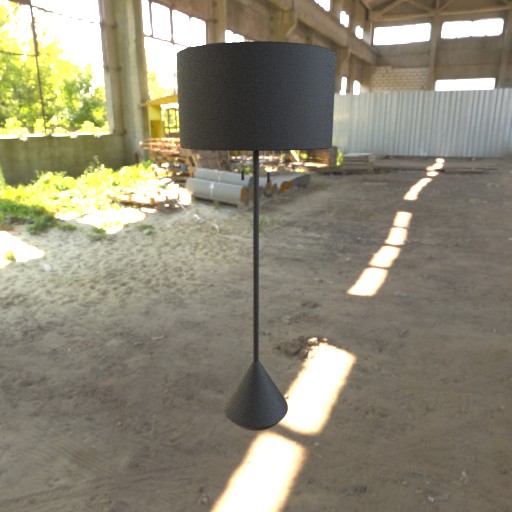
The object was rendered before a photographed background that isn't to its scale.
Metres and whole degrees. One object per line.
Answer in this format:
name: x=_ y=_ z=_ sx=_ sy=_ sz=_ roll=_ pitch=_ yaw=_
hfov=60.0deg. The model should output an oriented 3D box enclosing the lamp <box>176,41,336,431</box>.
lamp: x=0.000 y=0.000 z=1.835 sx=0.580 sy=1.526 sz=0.580 roll=-3 pitch=16 yaw=-9
